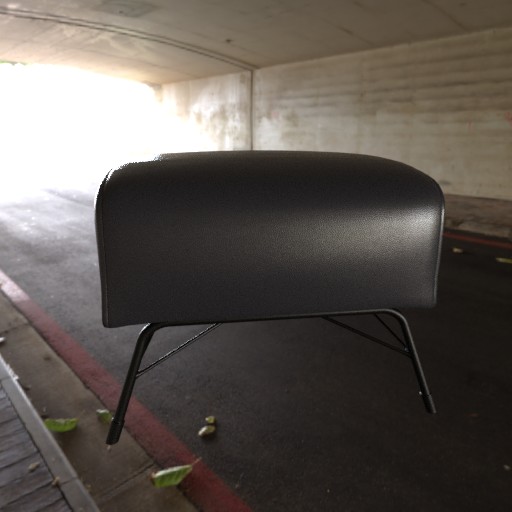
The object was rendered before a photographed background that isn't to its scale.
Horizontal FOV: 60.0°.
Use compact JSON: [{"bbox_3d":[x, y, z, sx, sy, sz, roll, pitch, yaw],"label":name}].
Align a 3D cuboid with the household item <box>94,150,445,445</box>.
[{"bbox_3d":[0.000,0.000,0.886,0.530,0.410,0.530,-2,16,-8],"label":"household item"}]
